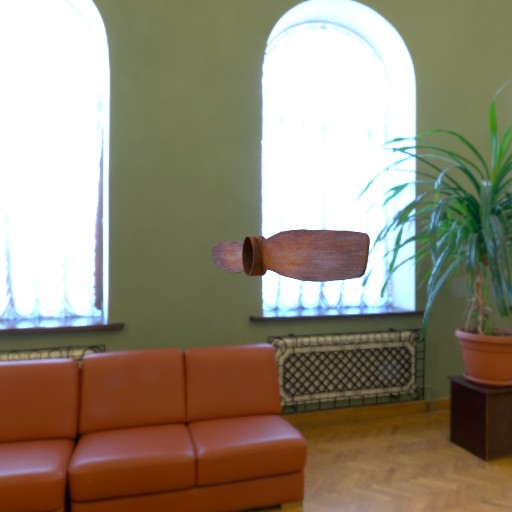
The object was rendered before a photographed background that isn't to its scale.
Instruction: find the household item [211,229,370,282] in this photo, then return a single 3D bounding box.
[{"bbox_3d":[0.000,0.000,1.261,0.051,0.121,1.181,0,0,-17],"label":"household item"}]
